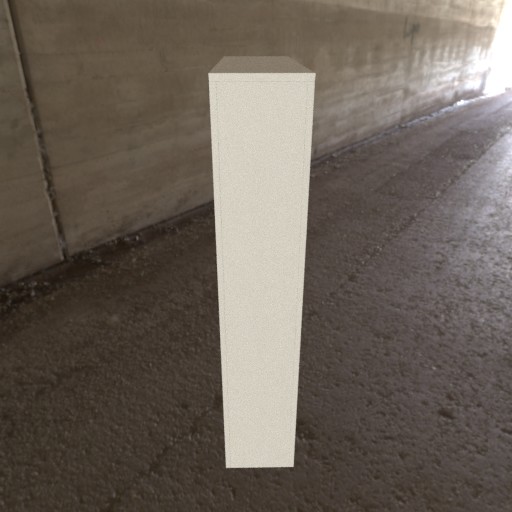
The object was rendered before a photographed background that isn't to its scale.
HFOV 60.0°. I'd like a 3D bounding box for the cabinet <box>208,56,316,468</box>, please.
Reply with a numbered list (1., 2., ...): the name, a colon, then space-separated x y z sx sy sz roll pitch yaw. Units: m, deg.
1. cabinet: 0.000 0.000 1.598 0.250 1.280 0.750 0 27 -1
